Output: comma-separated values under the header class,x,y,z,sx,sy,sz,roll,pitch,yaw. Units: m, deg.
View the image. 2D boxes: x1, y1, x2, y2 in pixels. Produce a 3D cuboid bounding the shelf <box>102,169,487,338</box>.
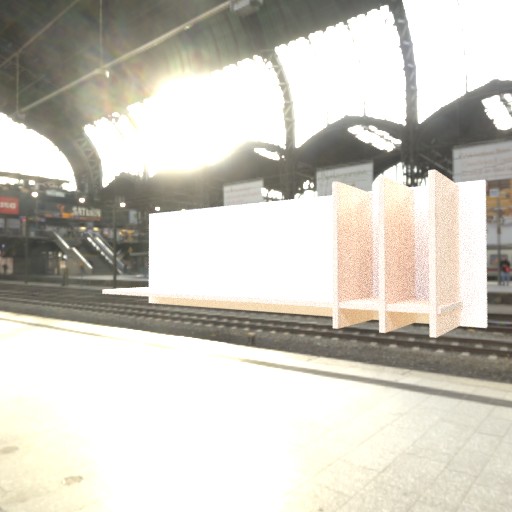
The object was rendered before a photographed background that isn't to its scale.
class,x,y,z,sx,sy,sz,roll,pitch,yaw
shelf,0.000,0.000,1.125,1.020,0.300,0.200,-1,-1,36
